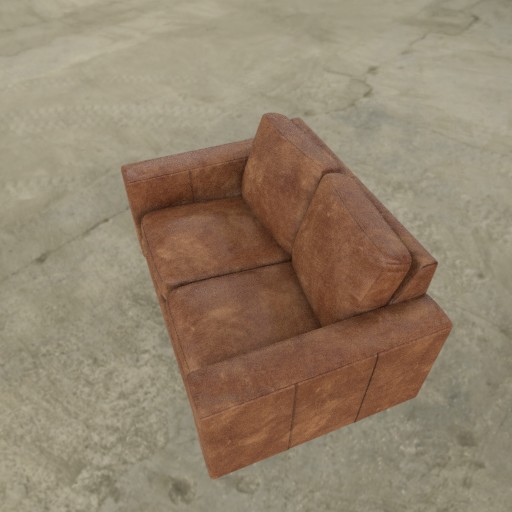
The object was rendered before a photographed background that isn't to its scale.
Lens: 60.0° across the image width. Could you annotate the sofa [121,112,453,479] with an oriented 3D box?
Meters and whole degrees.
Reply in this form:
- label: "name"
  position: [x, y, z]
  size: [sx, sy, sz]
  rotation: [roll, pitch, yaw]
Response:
- label: "sofa"
  position: [0.000, 0.000, 2.245]
  size: [1.041, 0.889, 1.626]
  rotation: [-15, 47, -15]
